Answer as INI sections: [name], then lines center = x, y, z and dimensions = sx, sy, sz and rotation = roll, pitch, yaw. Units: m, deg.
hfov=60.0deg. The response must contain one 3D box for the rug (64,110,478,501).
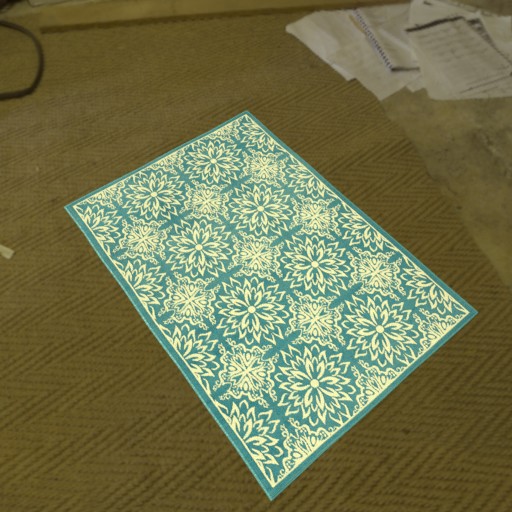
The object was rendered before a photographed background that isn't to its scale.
[rug]
center = 0.000, 0.000, 2.774
dimensions = 1.554, 0.012, 2.205
rotation = -34, 64, -19
